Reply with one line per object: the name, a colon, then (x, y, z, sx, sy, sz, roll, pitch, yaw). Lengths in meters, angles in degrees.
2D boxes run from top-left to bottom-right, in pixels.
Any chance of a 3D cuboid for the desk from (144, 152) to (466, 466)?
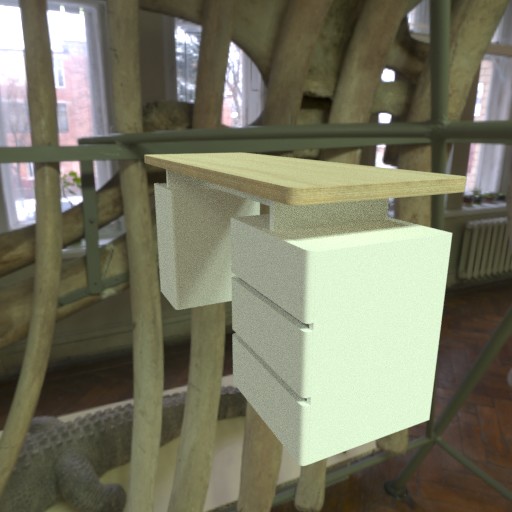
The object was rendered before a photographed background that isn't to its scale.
desk: (0.000, 0.000, 1.822, 0.550, 0.755, 1.500, -8, 17, -25)
